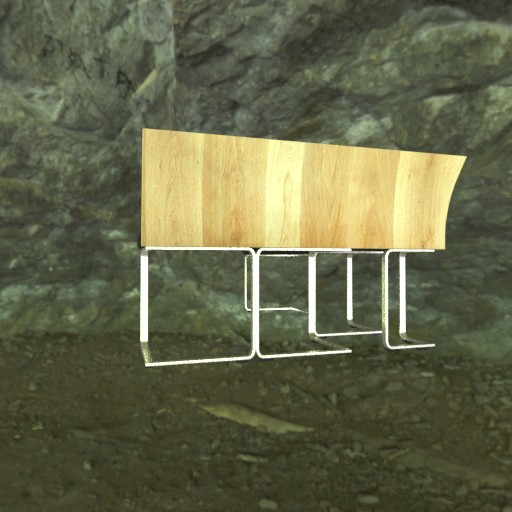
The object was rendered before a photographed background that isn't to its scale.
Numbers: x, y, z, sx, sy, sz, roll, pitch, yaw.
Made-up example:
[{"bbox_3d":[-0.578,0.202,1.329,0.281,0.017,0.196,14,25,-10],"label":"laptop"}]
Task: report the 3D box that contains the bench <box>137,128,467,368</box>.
[{"bbox_3d":[0.000,0.000,2.808,1.495,0.930,1.945,0,-1,-17],"label":"bench"}]
